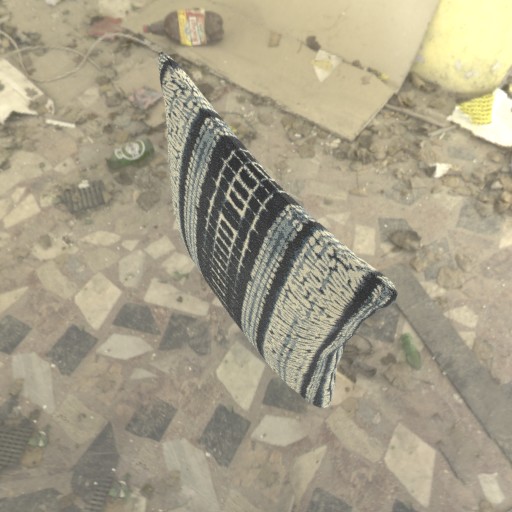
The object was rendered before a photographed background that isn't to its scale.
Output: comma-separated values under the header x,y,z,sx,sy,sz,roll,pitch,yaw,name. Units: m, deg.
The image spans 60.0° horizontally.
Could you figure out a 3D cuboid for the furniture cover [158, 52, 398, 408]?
x,y,z,sx,sy,sz,roll,pitch,yaw,name
0.000,0.000,0.660,0.133,0.435,0.425,-31,64,-18,furniture cover
